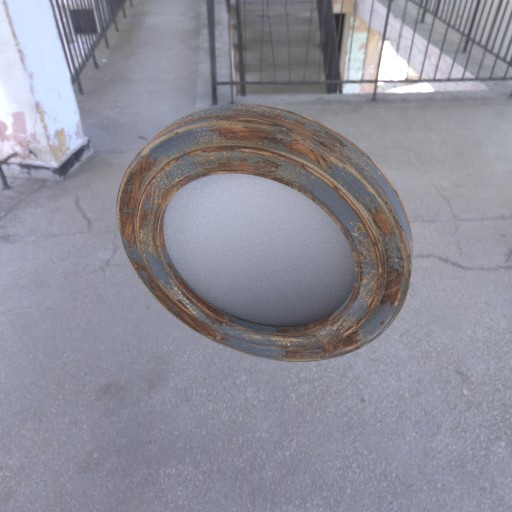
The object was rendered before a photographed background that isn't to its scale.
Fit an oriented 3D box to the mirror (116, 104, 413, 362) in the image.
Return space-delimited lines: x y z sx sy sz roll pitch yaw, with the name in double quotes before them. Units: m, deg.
"mirror" 0.000 0.000 0.877 0.585 0.585 0.061 11 42 13
